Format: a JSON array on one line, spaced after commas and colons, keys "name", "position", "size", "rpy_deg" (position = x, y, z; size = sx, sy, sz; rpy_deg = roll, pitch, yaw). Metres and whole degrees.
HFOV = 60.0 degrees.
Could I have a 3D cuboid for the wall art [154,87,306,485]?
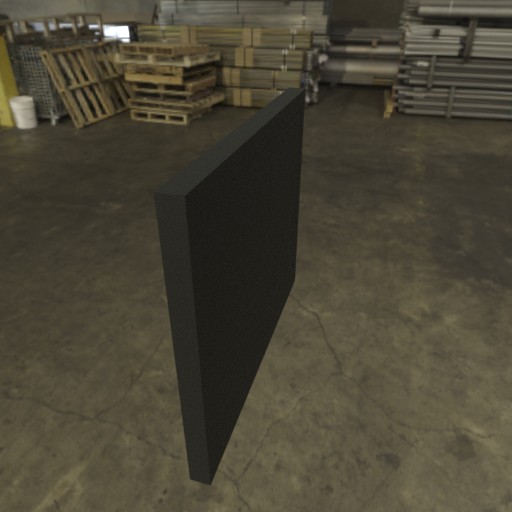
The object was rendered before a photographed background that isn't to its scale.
[{"name": "wall art", "position": [0.000, 0.000, 0.551], "size": [0.024, 0.329, 0.404], "rpy_deg": [9, 32, 15]}]
